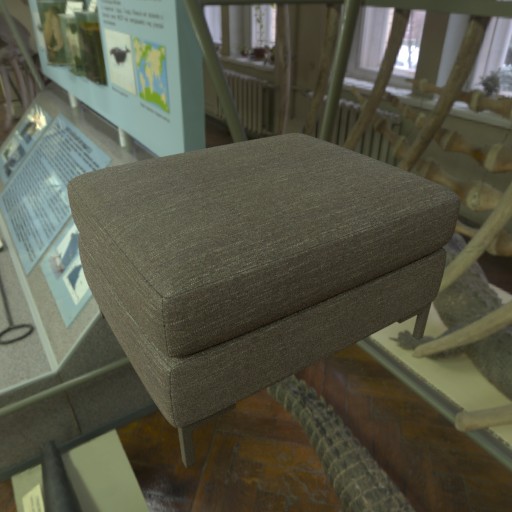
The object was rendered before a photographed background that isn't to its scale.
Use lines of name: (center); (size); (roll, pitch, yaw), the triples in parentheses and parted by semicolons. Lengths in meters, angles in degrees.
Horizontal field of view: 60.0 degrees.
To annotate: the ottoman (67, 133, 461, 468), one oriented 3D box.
ottoman: (0.000, 0.000, 1.219); (0.820, 0.490, 0.671); (-19, 36, -28)
